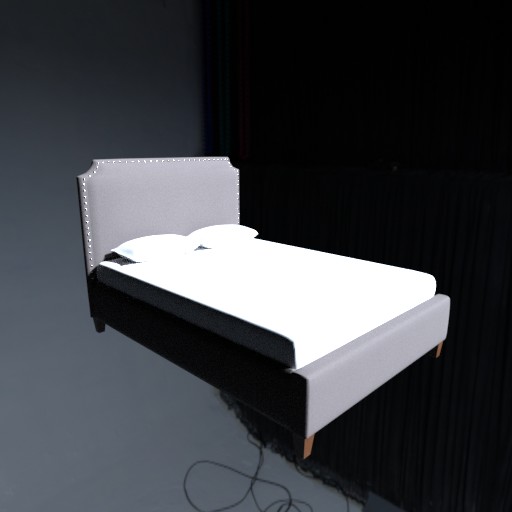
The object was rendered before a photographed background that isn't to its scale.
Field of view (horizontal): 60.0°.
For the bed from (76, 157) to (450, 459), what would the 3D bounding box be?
[{"bbox_3d":[0.000,0.000,3.420,2.372,1.443,1.713,13,19,43],"label":"bed"}]
